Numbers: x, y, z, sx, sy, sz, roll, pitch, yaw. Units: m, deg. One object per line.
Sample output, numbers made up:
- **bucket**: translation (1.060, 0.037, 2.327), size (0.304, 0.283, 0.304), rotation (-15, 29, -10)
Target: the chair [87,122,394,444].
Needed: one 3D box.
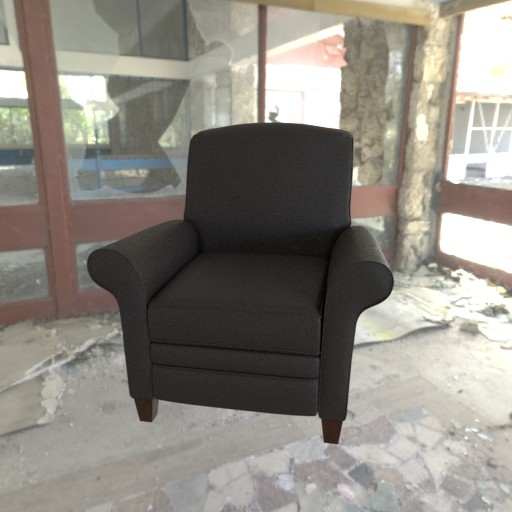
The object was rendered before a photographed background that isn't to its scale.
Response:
- **chair**: translation (0.000, 0.000, 1.803), size (0.978, 1.061, 0.902), rotation (3, 16, 10)
